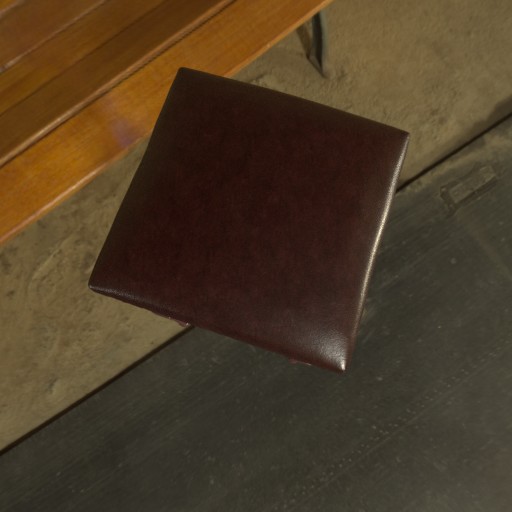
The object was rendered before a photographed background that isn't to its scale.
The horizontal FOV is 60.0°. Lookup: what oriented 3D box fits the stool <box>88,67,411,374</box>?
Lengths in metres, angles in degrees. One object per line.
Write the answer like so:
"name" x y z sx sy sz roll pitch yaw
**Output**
"stool" 0.000 0.000 0.940 0.383 0.702 0.382 18 77 4
